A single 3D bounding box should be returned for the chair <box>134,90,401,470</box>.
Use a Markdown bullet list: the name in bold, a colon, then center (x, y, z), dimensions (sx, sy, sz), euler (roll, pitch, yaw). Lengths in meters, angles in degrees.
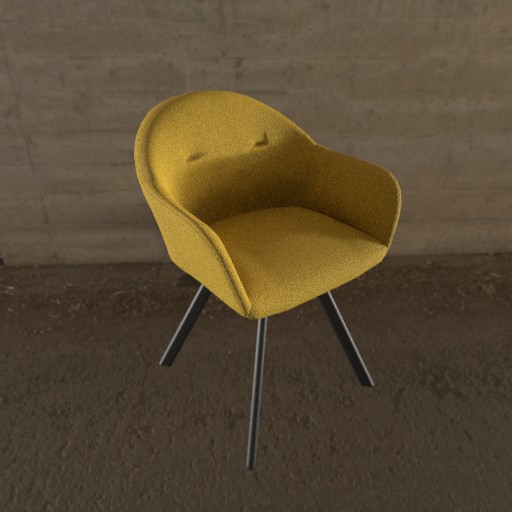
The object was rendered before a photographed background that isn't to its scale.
- **chair**: center (0.000, 0.000, 1.189), dimensions (0.545, 0.775, 0.565), euler (-20, 35, -31)
